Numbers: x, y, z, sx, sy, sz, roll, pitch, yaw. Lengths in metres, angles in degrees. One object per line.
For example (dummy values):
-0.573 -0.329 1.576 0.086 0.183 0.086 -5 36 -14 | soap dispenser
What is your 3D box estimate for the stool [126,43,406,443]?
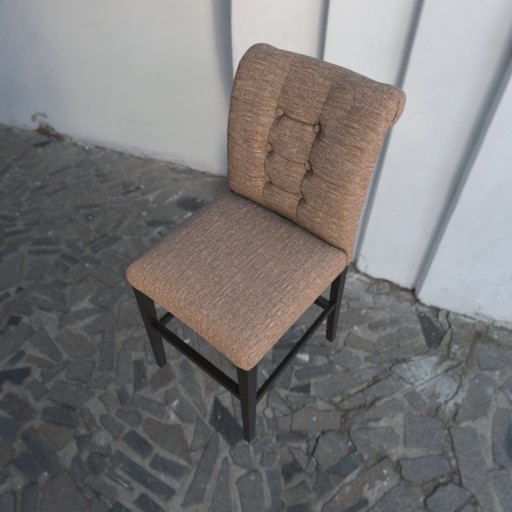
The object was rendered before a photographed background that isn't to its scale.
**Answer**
0.000 0.000 1.307 0.457 0.970 0.611 31 54 26 | stool
